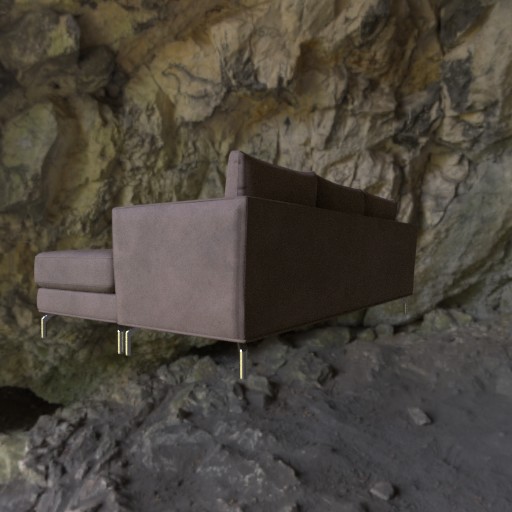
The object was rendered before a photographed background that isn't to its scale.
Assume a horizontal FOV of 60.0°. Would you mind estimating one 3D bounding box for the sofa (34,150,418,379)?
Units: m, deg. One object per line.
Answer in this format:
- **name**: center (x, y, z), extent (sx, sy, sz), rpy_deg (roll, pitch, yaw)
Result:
- **sofa**: center (0.000, 0.000, 3.186), extent (1.622, 0.987, 2.438), rpy_deg (1, 1, 35)
